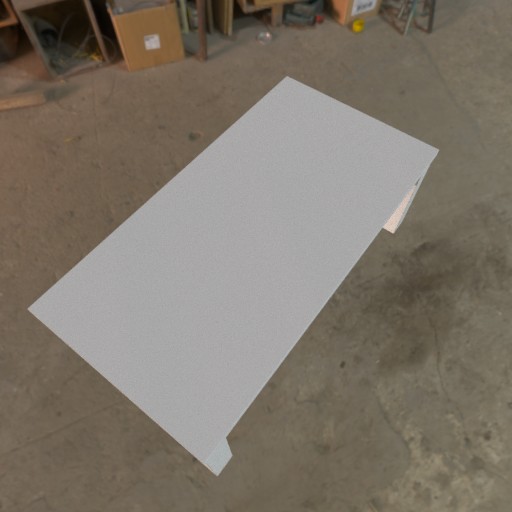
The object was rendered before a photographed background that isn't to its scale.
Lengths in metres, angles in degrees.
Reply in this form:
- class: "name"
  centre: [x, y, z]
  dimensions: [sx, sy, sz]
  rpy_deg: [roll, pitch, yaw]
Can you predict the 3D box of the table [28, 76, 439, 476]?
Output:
- class: "table"
  centre: [0.000, 0.000, 1.699]
  dimensions: [0.700, 0.470, 1.350]
  rpy_deg: [33, 65, 18]
